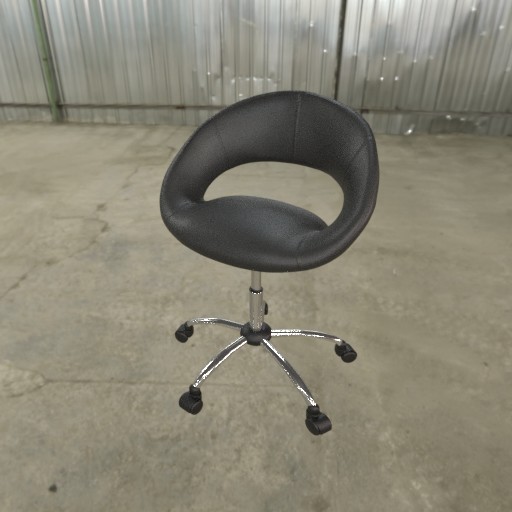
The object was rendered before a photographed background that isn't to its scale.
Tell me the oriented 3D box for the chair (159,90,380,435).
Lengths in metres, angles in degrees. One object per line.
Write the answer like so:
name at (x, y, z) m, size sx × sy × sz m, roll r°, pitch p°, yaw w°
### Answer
chair at (0.000, 0.000, 1.200) m, size 0.612 × 0.791 × 0.538 m, roll 18°, pitch 34°, yaw 29°
